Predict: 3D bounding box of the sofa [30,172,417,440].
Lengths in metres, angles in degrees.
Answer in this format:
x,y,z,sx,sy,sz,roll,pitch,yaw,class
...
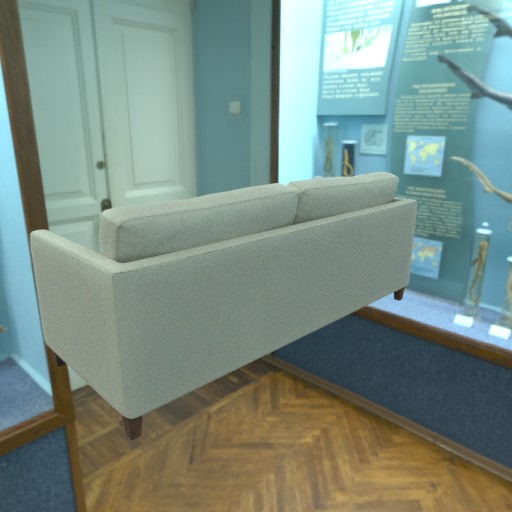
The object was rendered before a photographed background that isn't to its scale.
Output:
x,y,z,sx,sy,sz,roll,pitch,yaw,class
0.000,0.000,2.788,2.361,0.968,0.951,-15,22,-42,sofa
